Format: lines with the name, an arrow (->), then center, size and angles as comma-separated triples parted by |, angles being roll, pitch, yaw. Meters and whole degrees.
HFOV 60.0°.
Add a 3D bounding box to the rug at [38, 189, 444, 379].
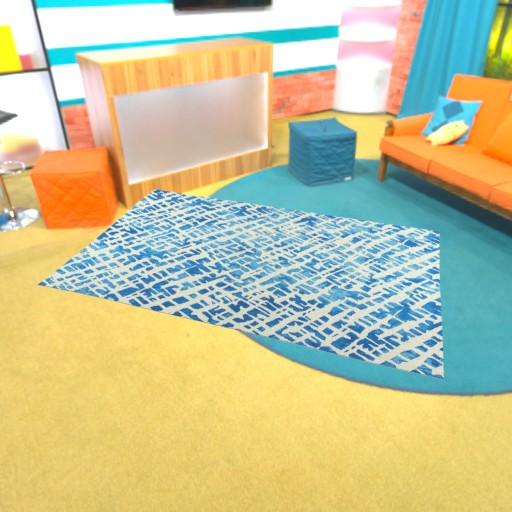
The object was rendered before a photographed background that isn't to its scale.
rug -> 0.000, 0.000, 3.101 | 2.447, 0.011, 1.520 | 10, 35, 15
